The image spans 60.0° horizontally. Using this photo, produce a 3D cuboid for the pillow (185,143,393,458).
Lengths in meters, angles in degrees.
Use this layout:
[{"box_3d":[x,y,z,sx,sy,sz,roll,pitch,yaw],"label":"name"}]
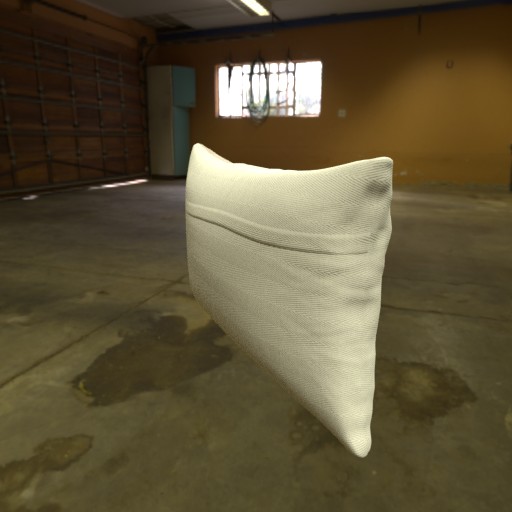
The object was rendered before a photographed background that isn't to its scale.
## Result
[{"box_3d":[0.000,0.000,0.629,0.139,0.305,0.506,-7,16,-25],"label":"pillow"}]
